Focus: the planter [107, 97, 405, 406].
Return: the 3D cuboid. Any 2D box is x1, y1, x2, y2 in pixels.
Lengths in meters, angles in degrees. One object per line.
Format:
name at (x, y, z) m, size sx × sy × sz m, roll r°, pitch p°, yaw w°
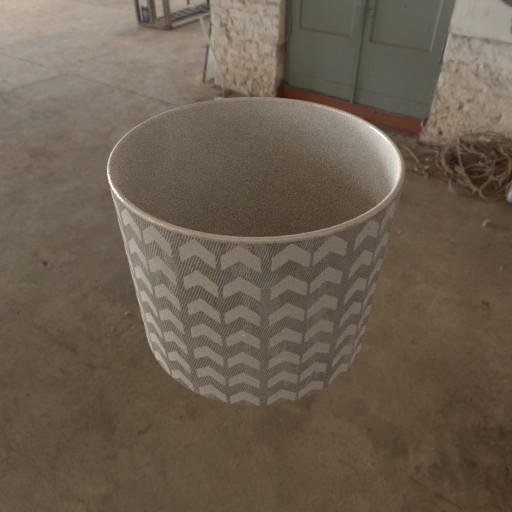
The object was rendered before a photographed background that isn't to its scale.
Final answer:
planter at (0.000, 0.000, 0.349) m, size 0.190 × 0.181 × 0.190 m, roll 0°, pitch 40°, yaw 0°
